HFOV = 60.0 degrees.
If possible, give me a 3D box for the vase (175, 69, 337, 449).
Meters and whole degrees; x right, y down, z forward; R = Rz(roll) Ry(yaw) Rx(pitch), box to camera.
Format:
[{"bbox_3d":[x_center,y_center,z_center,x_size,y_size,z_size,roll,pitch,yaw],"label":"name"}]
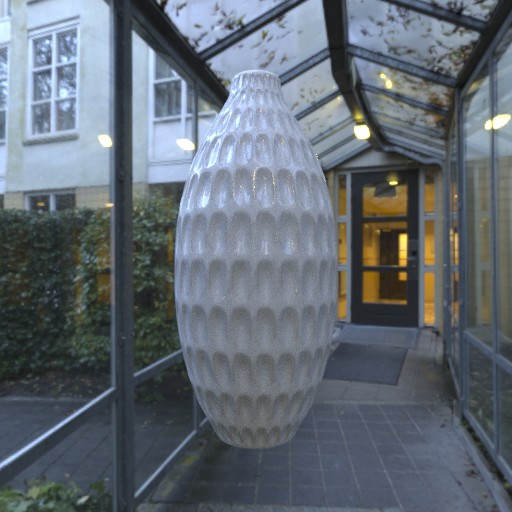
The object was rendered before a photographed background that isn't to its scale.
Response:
[{"bbox_3d":[0.000,0.000,0.352,0.127,0.282,0.127,0,0,0],"label":"vase"}]
